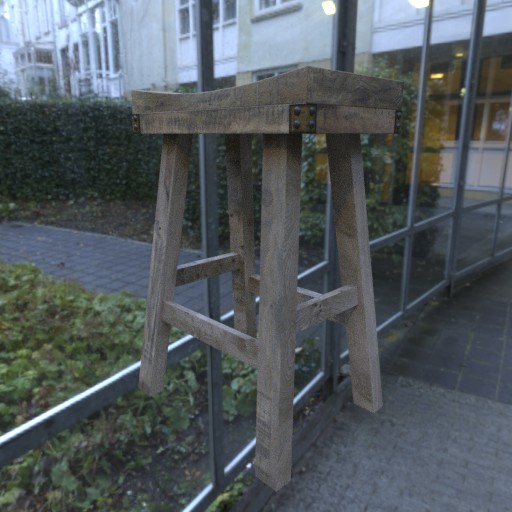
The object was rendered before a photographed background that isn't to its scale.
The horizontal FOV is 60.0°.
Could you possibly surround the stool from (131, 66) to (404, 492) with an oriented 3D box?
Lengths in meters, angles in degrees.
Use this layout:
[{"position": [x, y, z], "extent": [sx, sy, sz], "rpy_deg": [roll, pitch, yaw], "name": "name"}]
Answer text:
[{"position": [0.000, 0.000, 0.882], "extent": [0.330, 0.635, 0.450], "rpy_deg": [-15, 21, -43], "name": "stool"}]
